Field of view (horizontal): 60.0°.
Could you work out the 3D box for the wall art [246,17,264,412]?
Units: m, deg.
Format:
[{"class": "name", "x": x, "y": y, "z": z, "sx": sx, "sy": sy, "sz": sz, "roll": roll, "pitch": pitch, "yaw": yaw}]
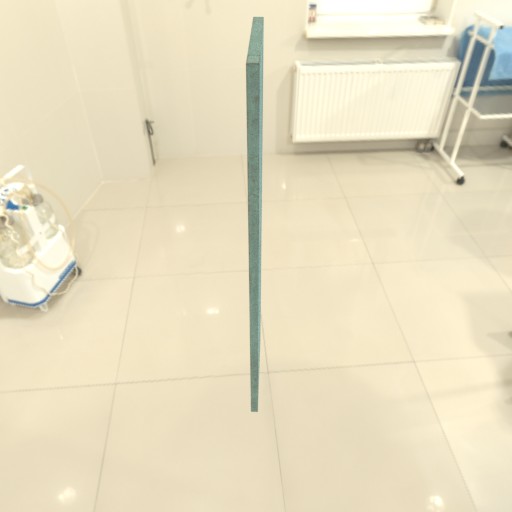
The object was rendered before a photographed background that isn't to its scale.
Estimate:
[{"class": "wall art", "x": 0.000, "y": 0.000, "z": 1.328, "sx": 0.025, "sy": 1.219, "sz": 0.329, "roll": 1, "pitch": 41, "yaw": 2}]
